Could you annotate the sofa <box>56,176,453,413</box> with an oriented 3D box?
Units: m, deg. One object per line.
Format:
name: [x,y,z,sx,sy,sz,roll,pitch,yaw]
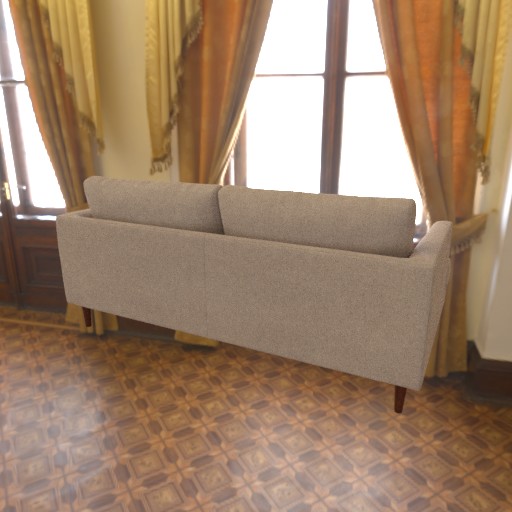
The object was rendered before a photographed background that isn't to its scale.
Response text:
sofa: [0.000,0.000,2.460,1.948,0.868,1.020,8,19,26]
